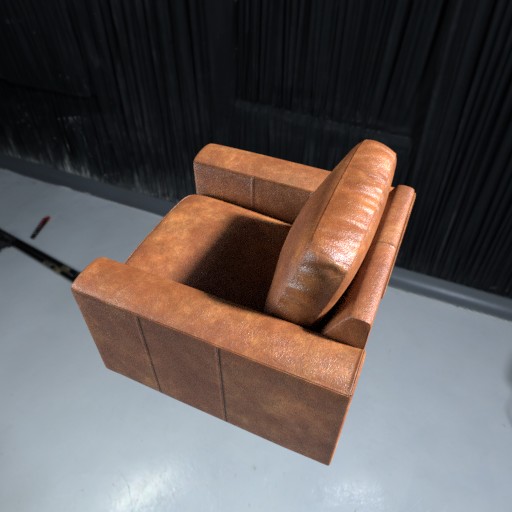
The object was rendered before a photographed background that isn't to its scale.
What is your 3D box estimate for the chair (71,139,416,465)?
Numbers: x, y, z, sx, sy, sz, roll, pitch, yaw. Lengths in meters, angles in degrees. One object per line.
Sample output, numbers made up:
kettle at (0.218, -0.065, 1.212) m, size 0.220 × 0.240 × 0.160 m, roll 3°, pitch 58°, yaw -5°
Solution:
chair at (0.000, 0.000, 1.750) m, size 1.016 × 0.873 × 1.005 m, roll 18°, pitch 48°, yaw 17°
